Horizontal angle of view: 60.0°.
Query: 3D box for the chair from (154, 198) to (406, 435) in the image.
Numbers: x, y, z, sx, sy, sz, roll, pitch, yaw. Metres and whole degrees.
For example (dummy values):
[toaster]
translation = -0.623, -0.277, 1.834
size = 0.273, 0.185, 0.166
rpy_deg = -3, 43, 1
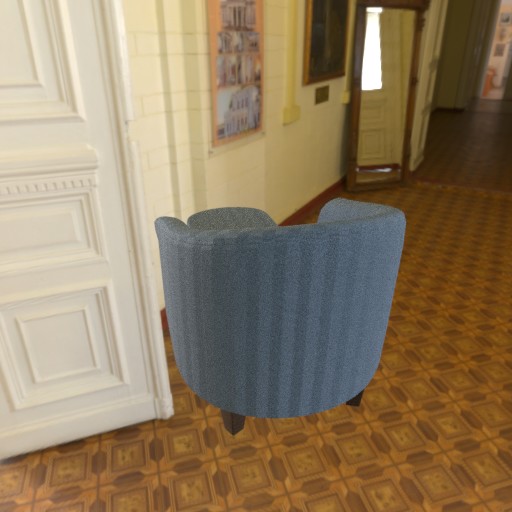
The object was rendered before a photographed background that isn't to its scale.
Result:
[chair]
translation = 0.000, 0.000, 1.761
size = 0.756, 0.757, 1.288
rpy_deg = -7, 27, -15
